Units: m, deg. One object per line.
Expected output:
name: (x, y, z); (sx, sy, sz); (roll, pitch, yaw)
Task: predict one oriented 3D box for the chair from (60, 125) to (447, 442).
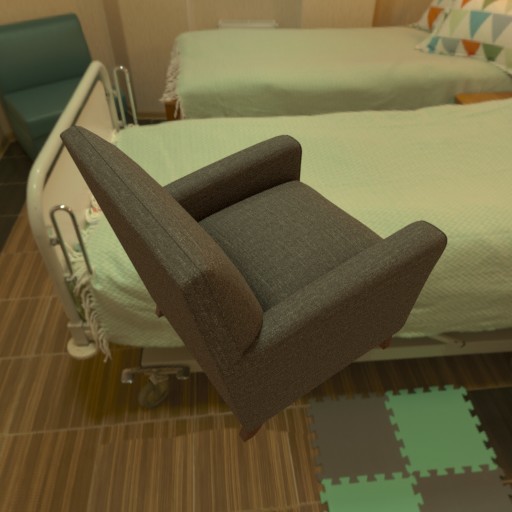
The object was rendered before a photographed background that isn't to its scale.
chair: (0.000, 0.000, 1.533); (0.875, 0.885, 0.838); (-25, 48, -25)
